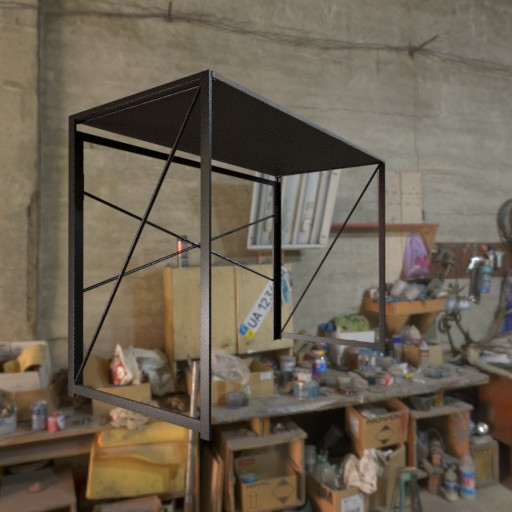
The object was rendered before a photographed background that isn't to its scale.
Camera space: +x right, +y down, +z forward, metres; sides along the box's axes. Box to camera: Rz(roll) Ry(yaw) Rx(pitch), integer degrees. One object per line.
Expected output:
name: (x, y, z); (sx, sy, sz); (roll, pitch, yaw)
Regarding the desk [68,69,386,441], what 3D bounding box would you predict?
desk: (0.000, 0.000, 1.448); (0.505, 0.747, 1.015); (0, 0, 36)
